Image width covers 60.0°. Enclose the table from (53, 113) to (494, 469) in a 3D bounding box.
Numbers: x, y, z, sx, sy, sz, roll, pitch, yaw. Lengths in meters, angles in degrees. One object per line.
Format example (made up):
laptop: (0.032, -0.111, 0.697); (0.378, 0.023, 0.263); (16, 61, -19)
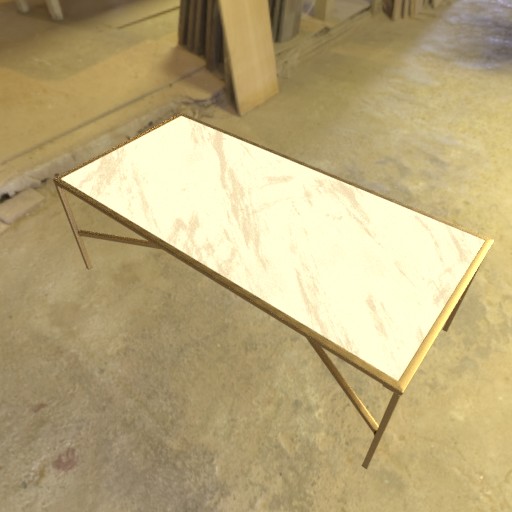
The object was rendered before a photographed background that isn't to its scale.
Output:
table: (0.000, 0.000, 1.449); (1.197, 0.405, 0.577); (29, 51, 26)
